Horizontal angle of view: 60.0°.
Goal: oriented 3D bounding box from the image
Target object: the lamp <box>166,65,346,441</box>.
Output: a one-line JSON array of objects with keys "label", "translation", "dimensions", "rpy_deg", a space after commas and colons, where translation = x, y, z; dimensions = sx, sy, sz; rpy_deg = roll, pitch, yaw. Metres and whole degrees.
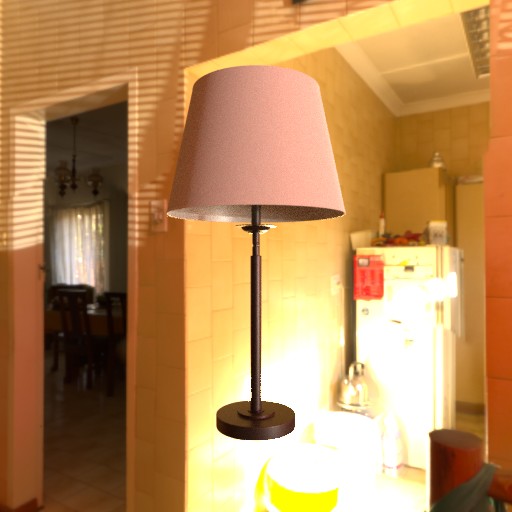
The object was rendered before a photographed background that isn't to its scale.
[{"label": "lamp", "translation": [0.000, 0.000, 0.914], "dimensions": [0.363, 0.696, 0.363], "rpy_deg": [0, 0, 0]}]
